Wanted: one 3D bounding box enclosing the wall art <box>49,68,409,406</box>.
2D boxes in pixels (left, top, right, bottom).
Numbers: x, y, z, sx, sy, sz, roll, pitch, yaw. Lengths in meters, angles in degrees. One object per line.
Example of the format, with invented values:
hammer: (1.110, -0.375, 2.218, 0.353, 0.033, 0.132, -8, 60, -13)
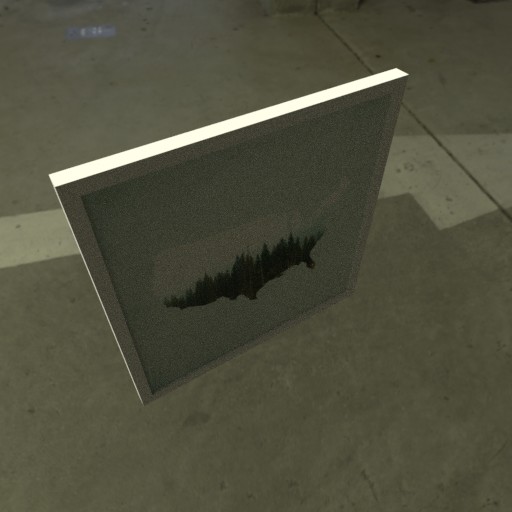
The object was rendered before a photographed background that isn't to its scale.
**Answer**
wall art: (0.000, 0.000, 1.116, 0.762, 0.762, 0.038, -24, 51, -21)
